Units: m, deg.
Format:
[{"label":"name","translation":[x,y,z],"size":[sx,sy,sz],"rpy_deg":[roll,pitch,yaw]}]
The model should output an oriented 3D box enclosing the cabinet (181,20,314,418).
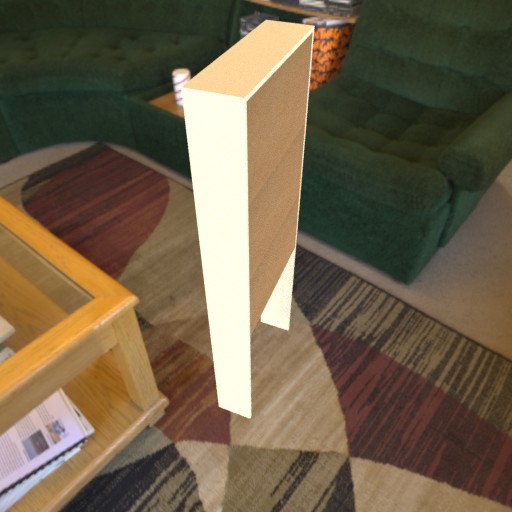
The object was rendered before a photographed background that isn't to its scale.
[{"label":"cabinet","translation":[0.000,0.000,2.003],"size":[0.192,1.770,0.643],"rpy_deg":[15,46,16]}]
